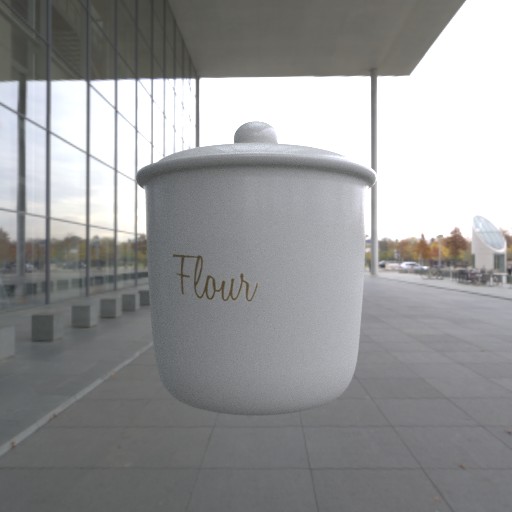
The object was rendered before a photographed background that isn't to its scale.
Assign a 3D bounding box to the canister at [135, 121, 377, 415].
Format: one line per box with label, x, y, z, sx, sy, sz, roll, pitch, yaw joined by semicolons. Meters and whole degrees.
canister;0.000;0.000;0.345;0.182;0.208;0.182;0;-1;0
